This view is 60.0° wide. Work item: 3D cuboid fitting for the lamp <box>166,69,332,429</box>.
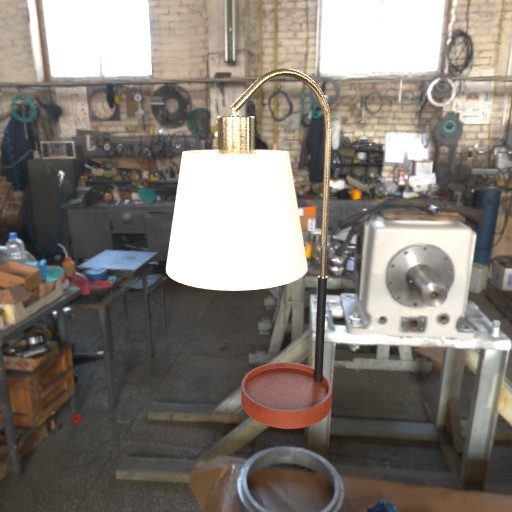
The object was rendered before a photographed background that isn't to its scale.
[{"bbox_3d":[0.000,0.000,0.677,0.273,0.536,0.211,-7,17,-25],"label":"lamp"}]
